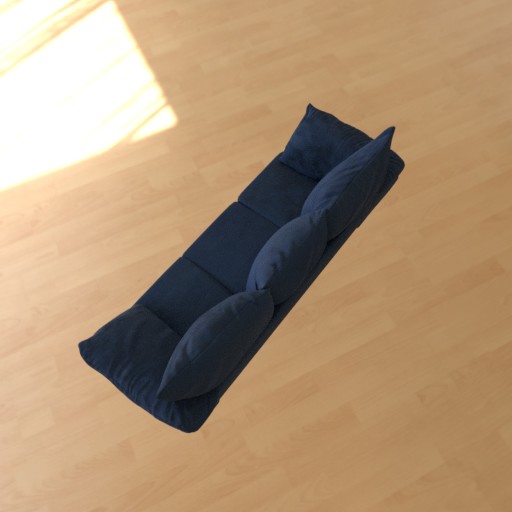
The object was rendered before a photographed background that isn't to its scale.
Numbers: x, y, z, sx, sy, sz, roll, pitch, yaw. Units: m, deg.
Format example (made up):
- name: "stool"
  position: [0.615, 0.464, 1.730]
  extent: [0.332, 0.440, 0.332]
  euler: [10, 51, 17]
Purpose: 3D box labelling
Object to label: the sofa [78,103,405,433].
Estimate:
- name: "sofa"
  position: [0.000, 0.000, 2.994]
  extent: [0.907, 1.091, 2.390]
  euler: [36, 70, 16]
